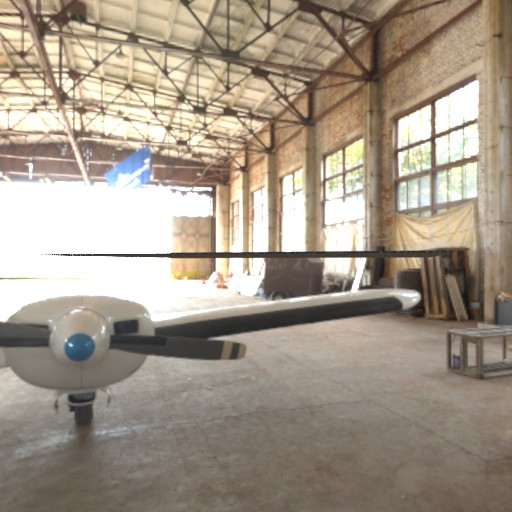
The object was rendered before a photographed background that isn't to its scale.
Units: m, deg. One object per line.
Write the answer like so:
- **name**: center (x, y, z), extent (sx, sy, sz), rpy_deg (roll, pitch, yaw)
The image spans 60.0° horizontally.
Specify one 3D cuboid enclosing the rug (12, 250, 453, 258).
- **rug**: center (0.000, 0.000, 3.975), extent (3.033, 0.012, 2.432), rpy_deg (0, -1, 19)
